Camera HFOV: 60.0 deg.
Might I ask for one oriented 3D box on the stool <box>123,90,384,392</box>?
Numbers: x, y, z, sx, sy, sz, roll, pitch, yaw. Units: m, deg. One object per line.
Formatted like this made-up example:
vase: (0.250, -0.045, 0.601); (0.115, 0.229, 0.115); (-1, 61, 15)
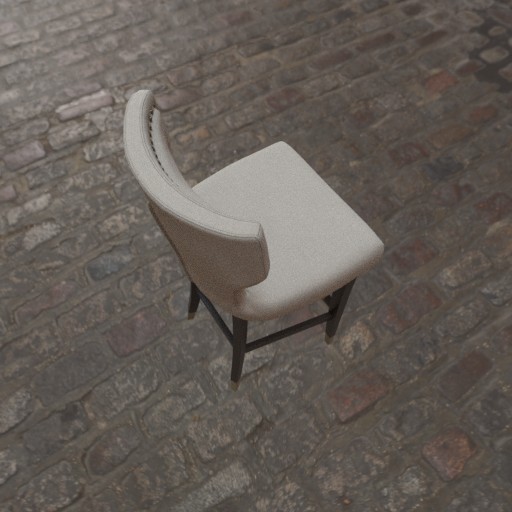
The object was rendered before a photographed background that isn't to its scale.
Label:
stool: (0.000, 0.000, 1.416); (0.563, 1.092, 0.526); (-29, 63, -17)
